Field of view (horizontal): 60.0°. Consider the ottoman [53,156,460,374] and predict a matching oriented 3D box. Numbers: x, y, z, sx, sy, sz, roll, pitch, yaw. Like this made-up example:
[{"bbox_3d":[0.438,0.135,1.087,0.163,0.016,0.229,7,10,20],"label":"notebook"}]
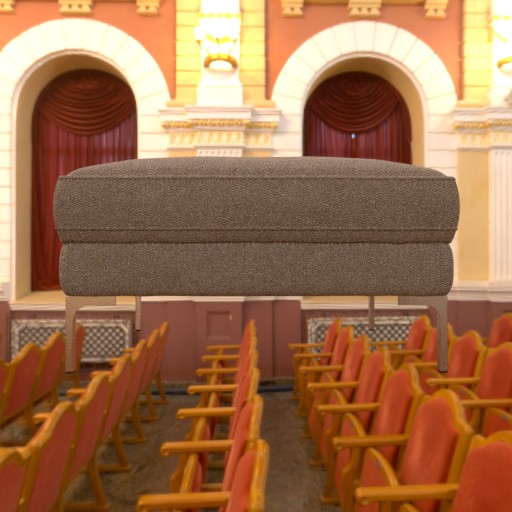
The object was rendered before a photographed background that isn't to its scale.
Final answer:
[{"bbox_3d":[0.000,0.000,1.137,0.785,0.464,0.583,0,-1,-1],"label":"ottoman"}]
